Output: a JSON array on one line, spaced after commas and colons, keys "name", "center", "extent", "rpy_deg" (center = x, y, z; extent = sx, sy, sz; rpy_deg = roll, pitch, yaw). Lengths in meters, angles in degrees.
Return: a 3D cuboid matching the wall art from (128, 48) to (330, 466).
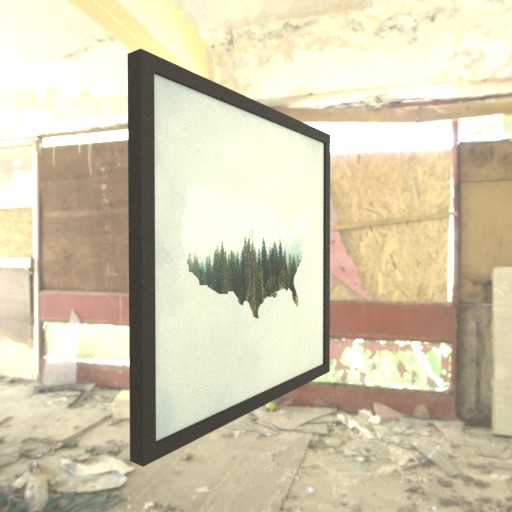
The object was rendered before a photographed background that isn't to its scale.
[{"name": "wall art", "center": [0.000, 0.000, 1.128], "extent": [0.038, 0.763, 0.763], "rpy_deg": [1, 1, 36]}]
